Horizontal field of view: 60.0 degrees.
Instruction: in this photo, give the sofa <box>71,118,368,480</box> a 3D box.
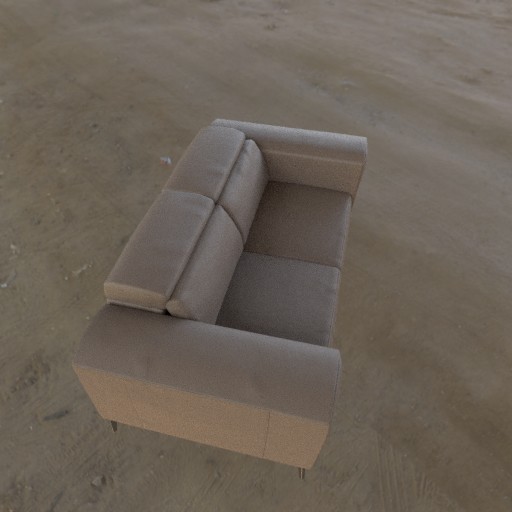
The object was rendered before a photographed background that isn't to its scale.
[{"bbox_3d":[0.000,0.000,2.369,1.003,0.779,1.895,10,47,9],"label":"sofa"}]
